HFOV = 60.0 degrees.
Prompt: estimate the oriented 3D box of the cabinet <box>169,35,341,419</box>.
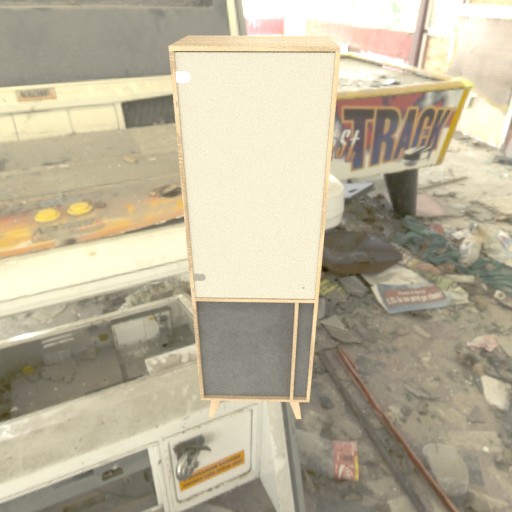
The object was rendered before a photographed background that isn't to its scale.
[{"bbox_3d":[0.000,0.000,2.107,0.570,1.850,0.400,1,31,1],"label":"cabinet"}]
